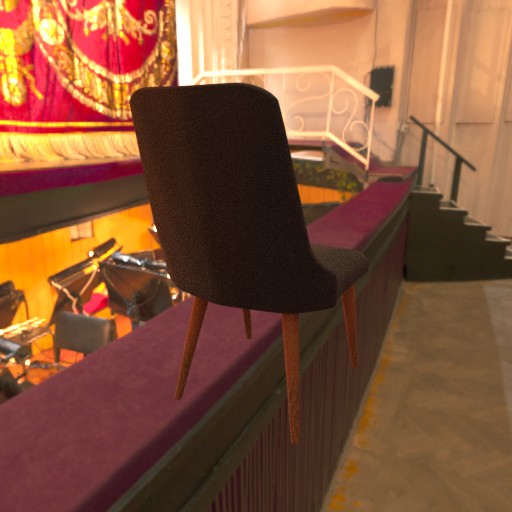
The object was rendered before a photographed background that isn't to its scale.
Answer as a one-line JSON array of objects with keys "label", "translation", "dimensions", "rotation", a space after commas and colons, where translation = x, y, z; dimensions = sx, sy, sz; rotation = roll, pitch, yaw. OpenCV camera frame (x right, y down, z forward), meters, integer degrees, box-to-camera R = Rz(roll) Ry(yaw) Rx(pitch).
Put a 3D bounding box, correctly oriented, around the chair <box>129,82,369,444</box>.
[{"label": "chair", "translation": [0.000, 0.000, 1.182], "dimensions": [0.504, 0.820, 0.567], "rotation": [9, 19, 28]}]
